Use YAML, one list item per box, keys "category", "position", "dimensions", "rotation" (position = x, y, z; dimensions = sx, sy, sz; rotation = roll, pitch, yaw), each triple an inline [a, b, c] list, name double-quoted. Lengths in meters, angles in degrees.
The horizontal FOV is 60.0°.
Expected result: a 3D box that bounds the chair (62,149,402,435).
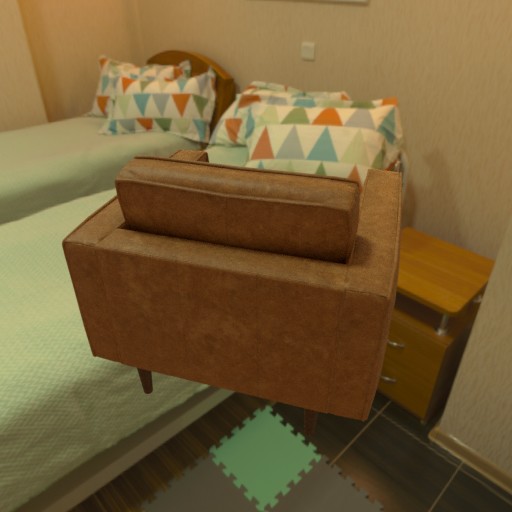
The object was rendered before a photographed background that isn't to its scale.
- category: "chair"
  position: [0.000, 0.000, 1.513]
  dimensions: [0.928, 0.767, 0.798]
  rotation: [9, 34, 14]
